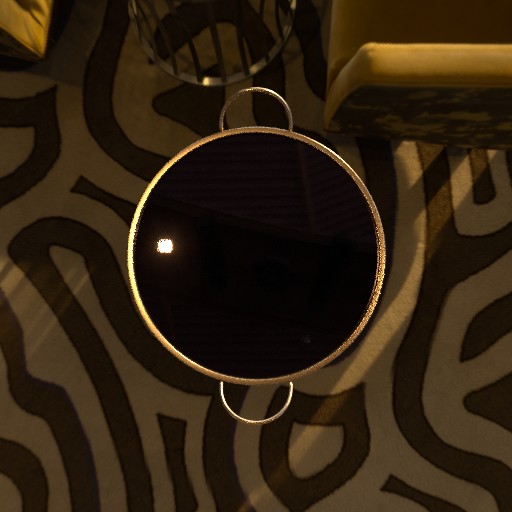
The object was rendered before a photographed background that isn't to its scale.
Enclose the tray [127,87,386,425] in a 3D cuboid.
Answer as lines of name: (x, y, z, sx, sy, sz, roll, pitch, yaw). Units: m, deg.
tray: (0.000, 0.000, 0.745, 0.438, 0.069, 0.543, 0, 90, 1)
